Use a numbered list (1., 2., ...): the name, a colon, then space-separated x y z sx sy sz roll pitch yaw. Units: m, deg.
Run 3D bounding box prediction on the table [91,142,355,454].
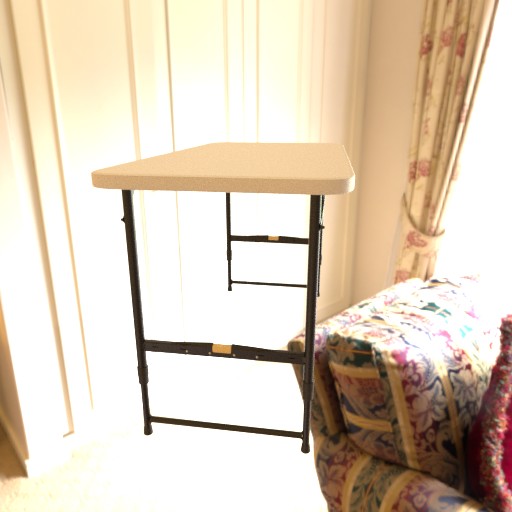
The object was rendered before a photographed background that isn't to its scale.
1. table: 0.000 0.000 1.621 0.610 0.737 1.219 3 18 9
